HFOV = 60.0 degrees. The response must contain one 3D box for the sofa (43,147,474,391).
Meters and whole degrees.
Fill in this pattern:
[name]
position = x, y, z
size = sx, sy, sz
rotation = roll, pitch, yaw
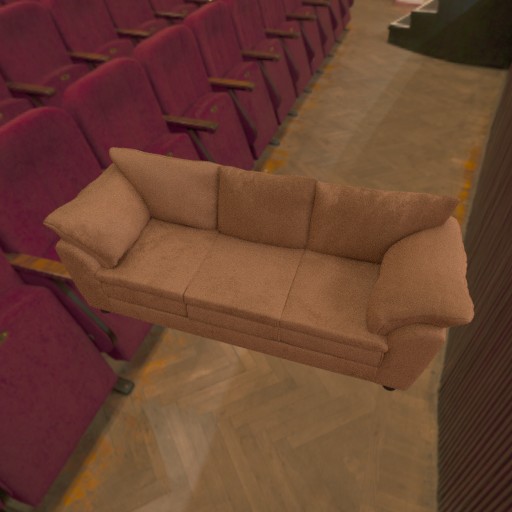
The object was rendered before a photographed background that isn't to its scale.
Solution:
[sofa]
position = 0.000, 0.000, 2.779
size = 2.377, 0.981, 0.893
rotation = 12, 43, 14
